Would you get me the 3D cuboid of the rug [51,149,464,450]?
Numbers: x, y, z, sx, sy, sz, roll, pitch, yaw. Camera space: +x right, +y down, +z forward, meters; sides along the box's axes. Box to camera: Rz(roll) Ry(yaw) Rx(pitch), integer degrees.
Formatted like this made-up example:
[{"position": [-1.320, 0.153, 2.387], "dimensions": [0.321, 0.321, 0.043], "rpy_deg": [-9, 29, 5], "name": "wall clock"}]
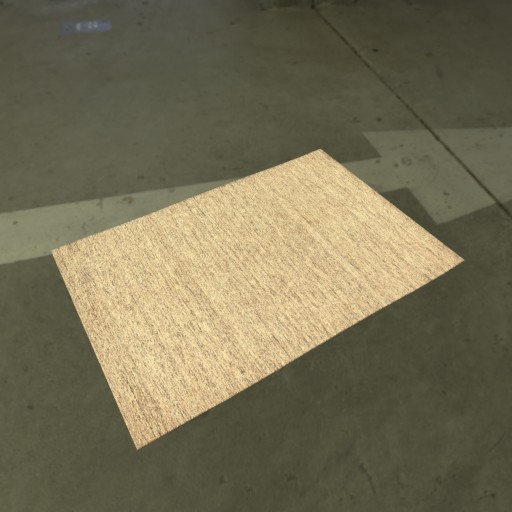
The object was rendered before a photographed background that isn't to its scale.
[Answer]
[{"position": [0.000, 0.000, 2.948], "dimensions": [2.283, 0.013, 1.547], "rpy_deg": [-25, 51, -21], "name": "rug"}]
